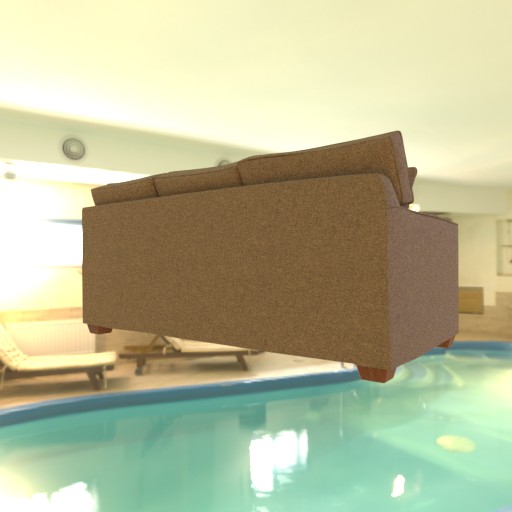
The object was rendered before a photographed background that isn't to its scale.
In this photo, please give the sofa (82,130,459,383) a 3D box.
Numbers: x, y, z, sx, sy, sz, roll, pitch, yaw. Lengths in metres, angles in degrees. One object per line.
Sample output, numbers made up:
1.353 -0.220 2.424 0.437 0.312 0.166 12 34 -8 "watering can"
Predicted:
0.000 0.000 2.539 1.963 0.946 1.034 -1 -1 37 "sofa"
